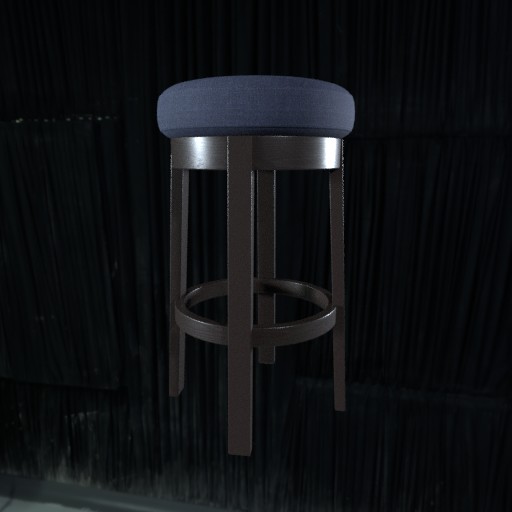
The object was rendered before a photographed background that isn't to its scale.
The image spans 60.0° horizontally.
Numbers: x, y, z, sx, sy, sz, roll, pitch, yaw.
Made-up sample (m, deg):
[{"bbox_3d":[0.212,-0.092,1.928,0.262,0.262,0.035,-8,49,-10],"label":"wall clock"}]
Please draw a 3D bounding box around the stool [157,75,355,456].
[{"bbox_3d":[0.000,0.000,1.052,0.446,0.758,0.446,0,13,0],"label":"stool"}]
